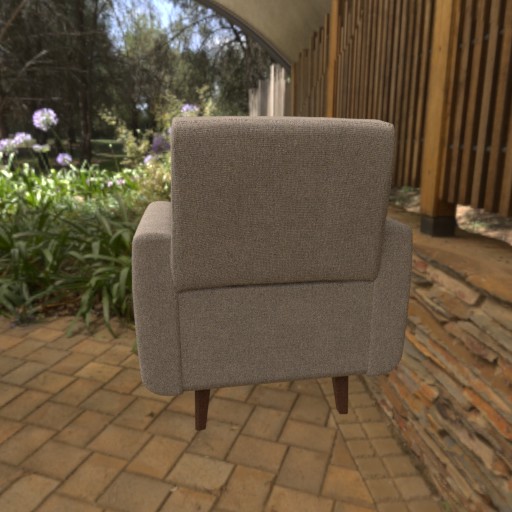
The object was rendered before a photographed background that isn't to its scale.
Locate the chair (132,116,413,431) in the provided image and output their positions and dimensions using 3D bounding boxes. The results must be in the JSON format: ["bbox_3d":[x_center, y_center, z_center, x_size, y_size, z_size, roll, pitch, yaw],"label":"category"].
[{"bbox_3d":[0.000,0.000,1.677,0.845,0.968,0.942,-2,14,-10],"label":"chair"}]
